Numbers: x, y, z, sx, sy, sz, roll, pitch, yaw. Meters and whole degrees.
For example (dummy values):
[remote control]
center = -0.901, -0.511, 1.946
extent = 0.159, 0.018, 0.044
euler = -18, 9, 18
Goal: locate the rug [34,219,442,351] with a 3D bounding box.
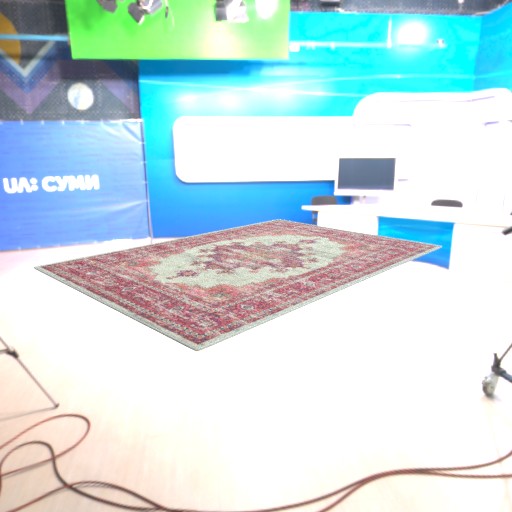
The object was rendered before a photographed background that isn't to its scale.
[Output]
[rug]
center = 0.000, 0.000, 2.906
extent = 1.555, 0.011, 2.232
euler = 14, 20, 42
